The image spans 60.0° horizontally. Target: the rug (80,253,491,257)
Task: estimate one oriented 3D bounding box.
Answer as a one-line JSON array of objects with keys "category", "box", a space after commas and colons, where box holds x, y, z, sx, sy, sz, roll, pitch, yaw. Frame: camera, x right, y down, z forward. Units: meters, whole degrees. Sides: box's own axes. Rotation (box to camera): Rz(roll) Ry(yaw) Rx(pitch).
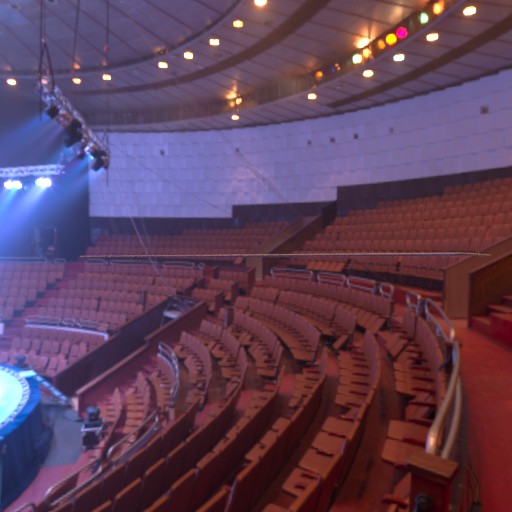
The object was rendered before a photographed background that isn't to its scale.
[{"category": "rug", "box": [0.000, 0.000, 2.673, 2.431, 0.006, 0.806, 0, -1, 35]}]
